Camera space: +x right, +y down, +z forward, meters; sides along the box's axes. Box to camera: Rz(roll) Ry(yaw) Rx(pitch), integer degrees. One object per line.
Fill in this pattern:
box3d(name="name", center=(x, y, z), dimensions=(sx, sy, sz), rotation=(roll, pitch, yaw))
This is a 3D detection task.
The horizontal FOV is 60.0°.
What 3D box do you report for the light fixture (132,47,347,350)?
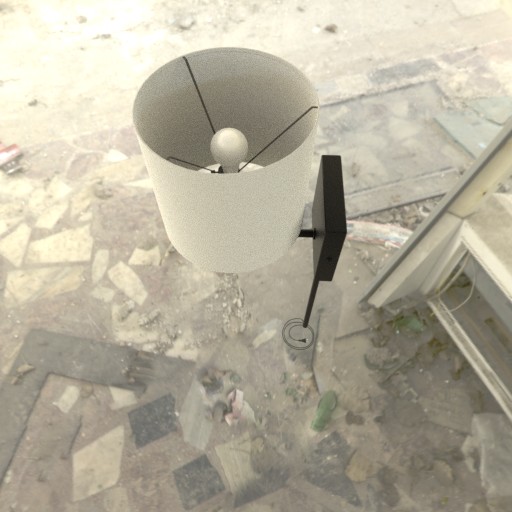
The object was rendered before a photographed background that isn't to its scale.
box3d(name="light fixture", center=(0.000, 0.000, 0.697), dimensions=(0.248, 0.589, 0.188), rotation=(2, 59, 1))
